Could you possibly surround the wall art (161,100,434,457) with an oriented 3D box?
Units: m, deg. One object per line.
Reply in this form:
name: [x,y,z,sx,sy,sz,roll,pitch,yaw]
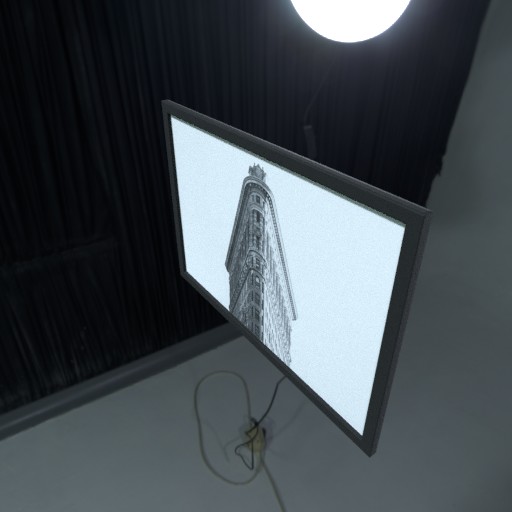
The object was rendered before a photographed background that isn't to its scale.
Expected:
wall art: [0.000,0.000,1.234,0.049,0.659,0.964,-20,38,-29]
